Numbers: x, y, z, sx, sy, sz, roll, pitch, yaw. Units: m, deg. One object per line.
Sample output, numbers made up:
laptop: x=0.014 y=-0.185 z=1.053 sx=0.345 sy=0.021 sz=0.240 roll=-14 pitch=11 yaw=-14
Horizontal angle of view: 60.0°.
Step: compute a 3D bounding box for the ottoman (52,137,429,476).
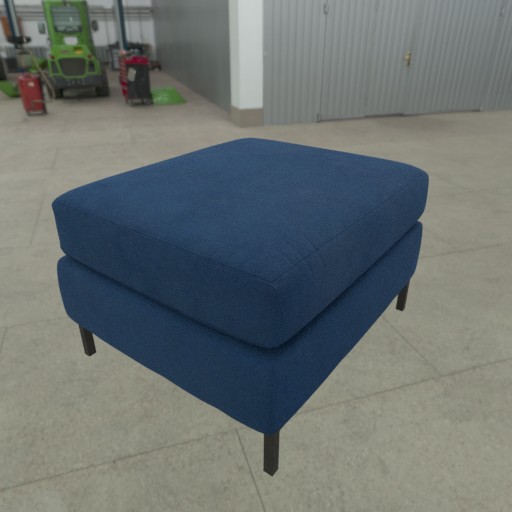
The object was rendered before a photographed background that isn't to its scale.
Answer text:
ottoman: x=0.000 y=0.000 z=1.180 sx=0.655 sy=0.485 sz=0.794 roll=19 pitch=33 yaw=32
